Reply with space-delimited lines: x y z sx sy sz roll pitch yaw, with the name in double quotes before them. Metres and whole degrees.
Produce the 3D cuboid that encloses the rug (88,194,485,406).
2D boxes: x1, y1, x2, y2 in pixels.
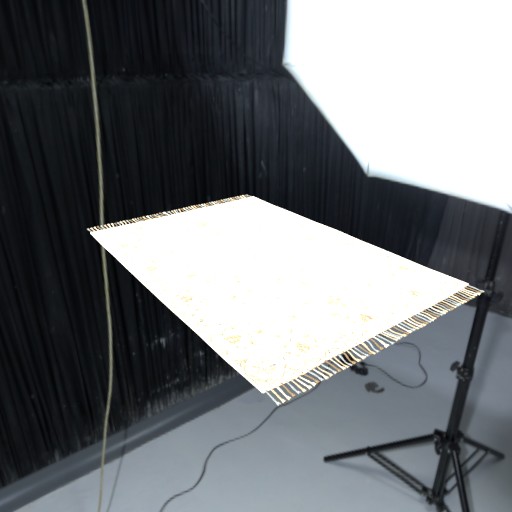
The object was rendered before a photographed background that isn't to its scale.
"rug" 0.000 0.000 2.356 1.218 0.017 1.861 -17 30 -33
